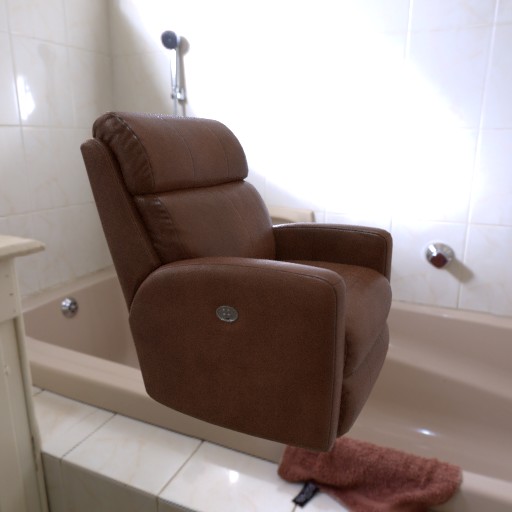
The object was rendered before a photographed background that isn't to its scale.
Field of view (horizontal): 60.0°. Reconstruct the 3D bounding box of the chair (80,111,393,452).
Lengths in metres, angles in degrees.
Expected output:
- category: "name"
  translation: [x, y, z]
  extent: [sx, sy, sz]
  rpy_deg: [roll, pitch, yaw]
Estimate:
- category: "chair"
  translation: [0.000, 0.000, 1.641]
  extent: [0.939, 1.016, 0.787]
  rpy_deg: [7, 16, 26]
